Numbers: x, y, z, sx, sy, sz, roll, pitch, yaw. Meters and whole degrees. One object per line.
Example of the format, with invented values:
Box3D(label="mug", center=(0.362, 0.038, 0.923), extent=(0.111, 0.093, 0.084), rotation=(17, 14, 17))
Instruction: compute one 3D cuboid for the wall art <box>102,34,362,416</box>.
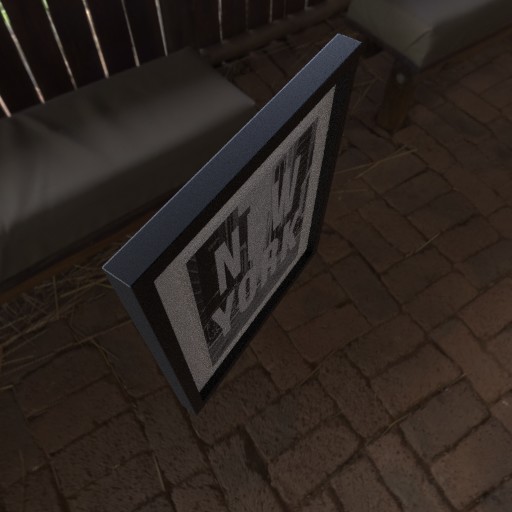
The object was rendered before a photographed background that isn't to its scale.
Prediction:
Box3D(label="wall art", center=(0.000, 0.000, 0.527), extent=(0.028, 0.381, 0.328), rotation=(30, 63, 17))
